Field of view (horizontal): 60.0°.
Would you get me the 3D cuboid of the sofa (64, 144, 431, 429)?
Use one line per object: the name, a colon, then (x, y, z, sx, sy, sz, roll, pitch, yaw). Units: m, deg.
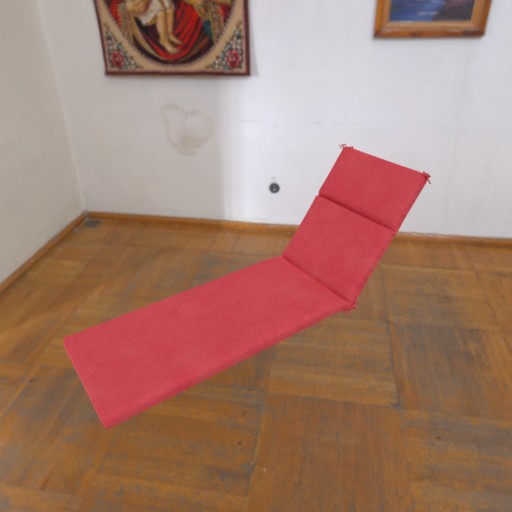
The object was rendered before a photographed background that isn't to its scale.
sofa: (0.000, 0.000, 1.985, 1.663, 0.622, 0.582, -21, 37, -30)
